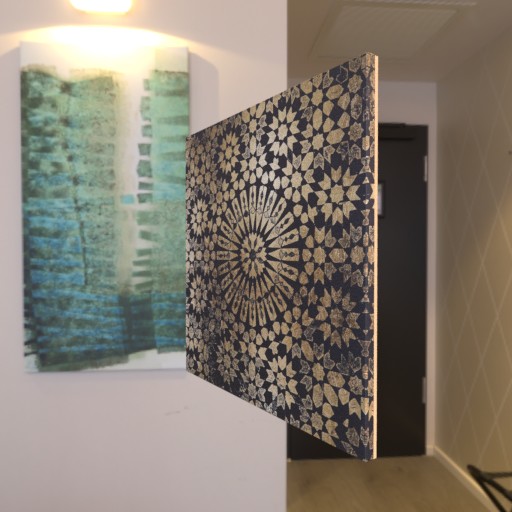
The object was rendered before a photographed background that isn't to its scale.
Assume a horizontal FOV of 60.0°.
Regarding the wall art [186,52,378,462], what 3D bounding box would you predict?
[{"bbox_3d":[0.000,0.000,1.369,0.038,0.914,0.914,-1,1,-35],"label":"wall art"}]
